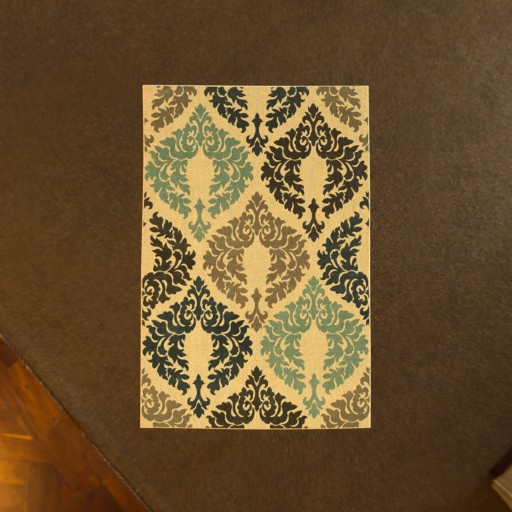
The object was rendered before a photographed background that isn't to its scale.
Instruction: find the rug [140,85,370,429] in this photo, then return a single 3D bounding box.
[{"bbox_3d":[0.000,0.000,2.933,1.514,0.014,2.275,0,89,0],"label":"rug"}]
